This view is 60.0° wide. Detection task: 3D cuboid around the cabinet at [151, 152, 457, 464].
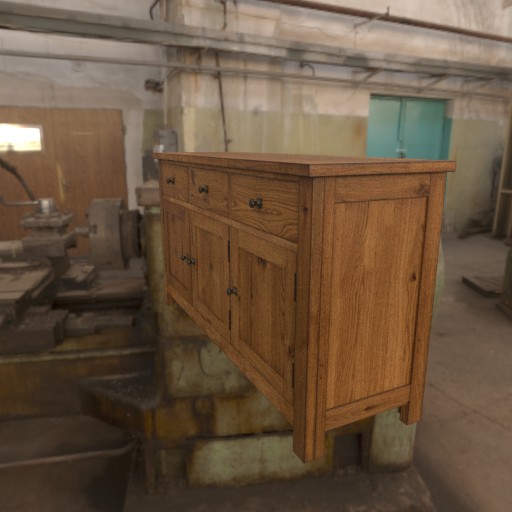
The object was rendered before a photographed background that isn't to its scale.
[{"bbox_3d":[0.000,0.000,1.834,0.480,0.813,1.474,-7,16,-26],"label":"cabinet"}]
